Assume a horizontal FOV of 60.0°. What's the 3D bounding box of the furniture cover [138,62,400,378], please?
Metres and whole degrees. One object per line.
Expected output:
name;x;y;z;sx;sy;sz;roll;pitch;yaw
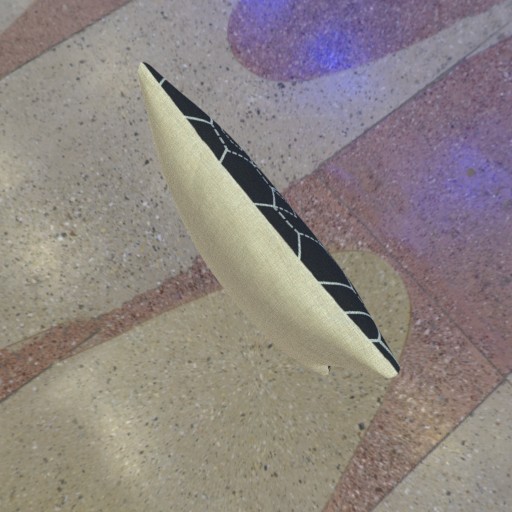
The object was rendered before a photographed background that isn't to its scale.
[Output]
furniture cover;0.000;0.000;0.789;0.158;0.508;0.517;-37;78;-9
